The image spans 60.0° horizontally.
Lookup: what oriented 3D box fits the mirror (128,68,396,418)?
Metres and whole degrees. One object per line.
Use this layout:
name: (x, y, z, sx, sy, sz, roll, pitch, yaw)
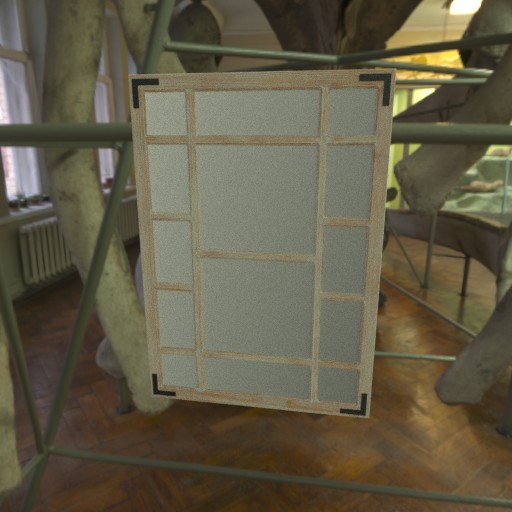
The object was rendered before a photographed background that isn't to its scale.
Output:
mirror: (0.000, 0.000, 1.291, 0.705, 0.996, 0.025, 3, 16, 9)
